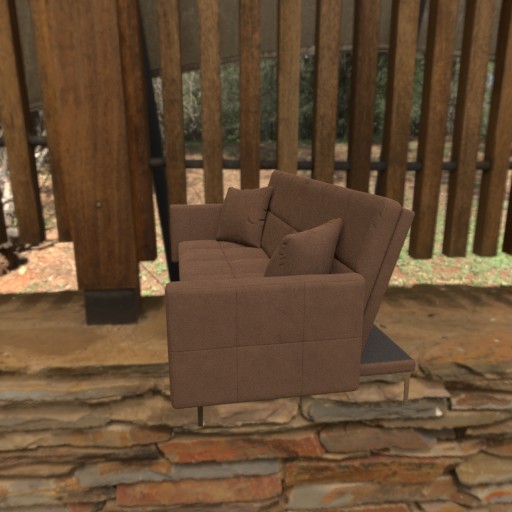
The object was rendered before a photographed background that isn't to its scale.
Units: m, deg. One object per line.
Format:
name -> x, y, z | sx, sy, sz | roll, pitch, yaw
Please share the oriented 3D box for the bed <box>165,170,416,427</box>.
bed -> 0.000, 0.000, 2.315 | 0.889, 0.787, 1.905 | -3, 14, -10
